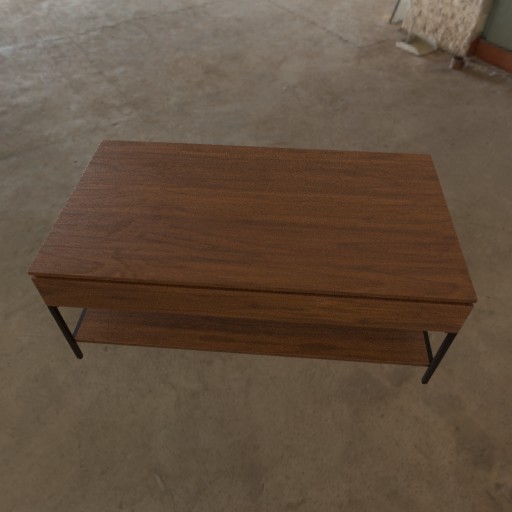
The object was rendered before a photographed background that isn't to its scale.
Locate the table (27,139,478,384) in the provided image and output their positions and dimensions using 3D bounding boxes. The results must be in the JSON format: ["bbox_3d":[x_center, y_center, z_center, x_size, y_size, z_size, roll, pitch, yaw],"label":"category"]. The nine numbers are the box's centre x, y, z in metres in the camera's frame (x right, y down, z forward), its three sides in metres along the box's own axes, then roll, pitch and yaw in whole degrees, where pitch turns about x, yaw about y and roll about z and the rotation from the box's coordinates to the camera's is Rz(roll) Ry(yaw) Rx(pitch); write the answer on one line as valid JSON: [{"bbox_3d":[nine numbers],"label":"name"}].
[{"bbox_3d":[0.000,0.000,1.381,1.057,0.414,0.574,3,47,3],"label":"table"}]
